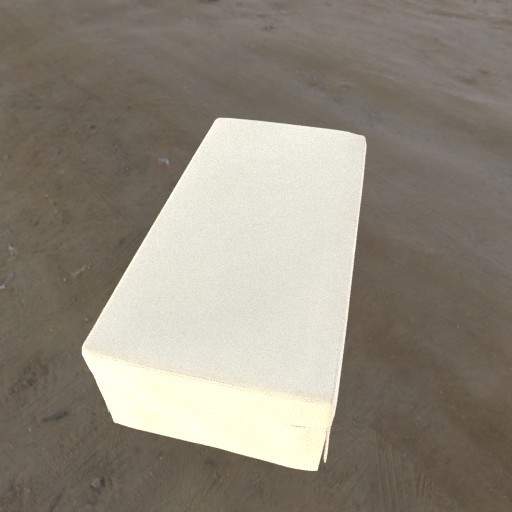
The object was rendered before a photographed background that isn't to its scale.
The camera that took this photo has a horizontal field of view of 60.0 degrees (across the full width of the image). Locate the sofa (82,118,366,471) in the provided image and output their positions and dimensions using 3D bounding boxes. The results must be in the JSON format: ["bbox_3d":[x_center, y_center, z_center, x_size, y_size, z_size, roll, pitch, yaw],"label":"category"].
[{"bbox_3d":[0.000,0.000,2.154,0.939,0.552,1.677,10,47,9],"label":"sofa"}]
